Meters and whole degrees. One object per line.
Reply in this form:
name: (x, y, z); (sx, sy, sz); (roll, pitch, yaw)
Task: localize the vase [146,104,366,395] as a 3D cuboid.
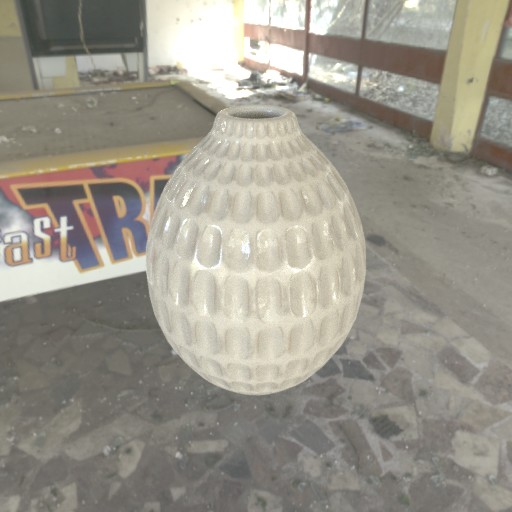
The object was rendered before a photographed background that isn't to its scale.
vase: (0.000, 0.000, 0.263); (0.128, 0.167, 0.128); (0, 30, 0)
